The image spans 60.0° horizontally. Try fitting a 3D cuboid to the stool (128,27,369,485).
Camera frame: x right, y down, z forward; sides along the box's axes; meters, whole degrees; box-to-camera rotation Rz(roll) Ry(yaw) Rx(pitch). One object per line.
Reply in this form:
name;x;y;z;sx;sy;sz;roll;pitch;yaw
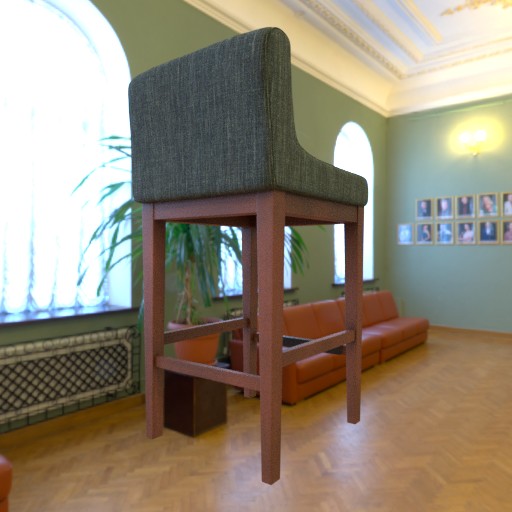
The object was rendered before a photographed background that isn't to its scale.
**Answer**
stool;0.000;0.000;1.061;0.395;0.835;0.459;0;0;37
